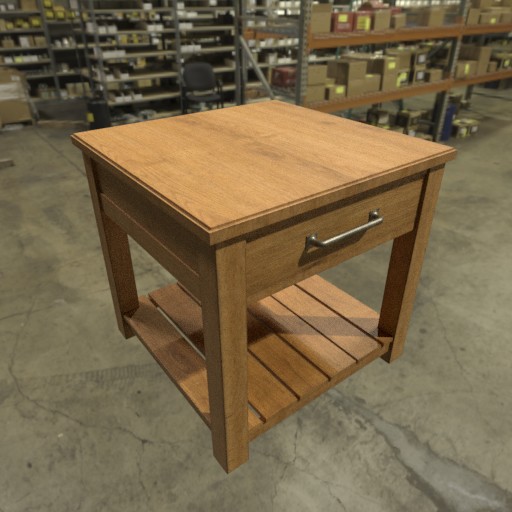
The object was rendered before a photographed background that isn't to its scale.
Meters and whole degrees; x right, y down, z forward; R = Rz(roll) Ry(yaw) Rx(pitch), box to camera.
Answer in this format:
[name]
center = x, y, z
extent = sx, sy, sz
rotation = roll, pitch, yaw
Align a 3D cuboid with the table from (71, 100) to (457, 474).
[table]
center = 0.000, 0.000, 1.129
extent = 0.616, 0.593, 0.612
rotation = -21, 37, -31
